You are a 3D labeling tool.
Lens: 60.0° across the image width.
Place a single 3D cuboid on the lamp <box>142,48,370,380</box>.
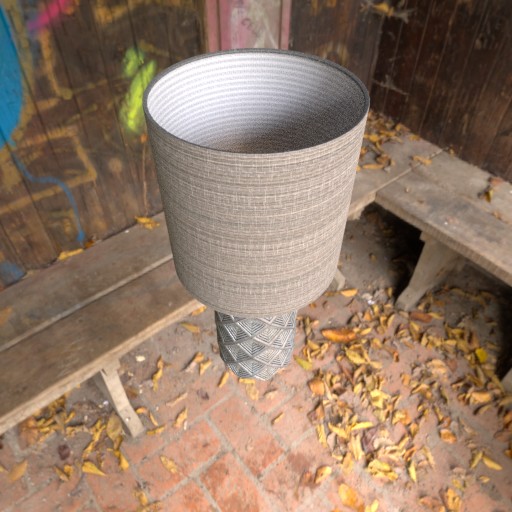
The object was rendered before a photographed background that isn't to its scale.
[{"bbox_3d":[0.000,0.000,0.734,0.269,0.566,0.268,16,48,15],"label":"lamp"}]
